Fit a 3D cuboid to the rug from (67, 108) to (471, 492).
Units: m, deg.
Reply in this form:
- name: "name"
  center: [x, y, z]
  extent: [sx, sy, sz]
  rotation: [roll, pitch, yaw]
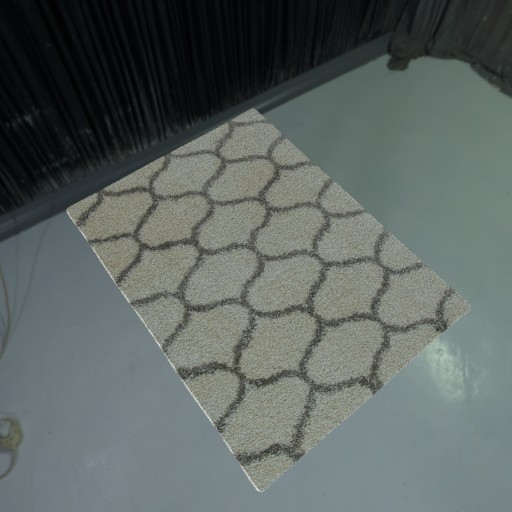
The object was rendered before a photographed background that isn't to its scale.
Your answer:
- name: "rug"
  center: [0.000, 0.000, 2.107]
  extent: [1.200, 0.025, 1.600]
  rotation: [-34, 65, -18]
